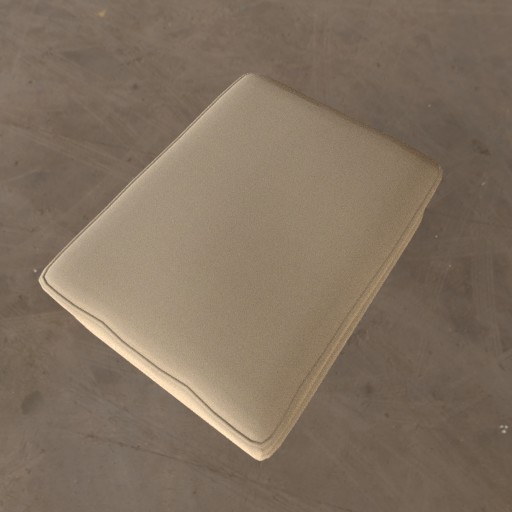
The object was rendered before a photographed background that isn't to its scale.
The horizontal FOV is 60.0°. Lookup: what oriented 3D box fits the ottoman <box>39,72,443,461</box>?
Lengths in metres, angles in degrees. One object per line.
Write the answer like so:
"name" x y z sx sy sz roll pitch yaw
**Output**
"ottoman" 0.000 0.000 1.191 0.634 0.485 0.818 32 67 15
